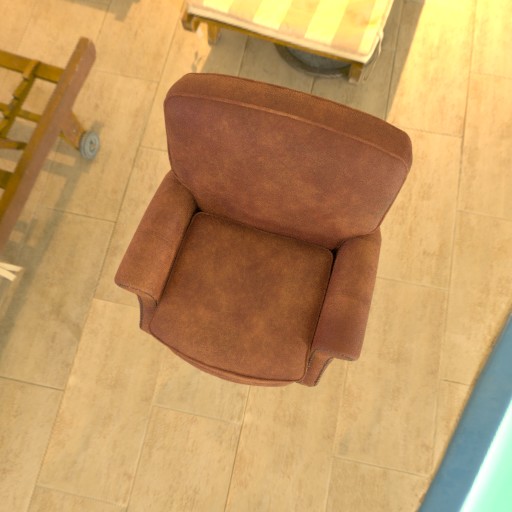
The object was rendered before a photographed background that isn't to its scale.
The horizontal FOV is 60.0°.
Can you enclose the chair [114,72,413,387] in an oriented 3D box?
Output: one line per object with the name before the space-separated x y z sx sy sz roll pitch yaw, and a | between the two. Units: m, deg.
chair | 0.000 0.000 1.735 0.936 1.018 0.986 17 76 4
